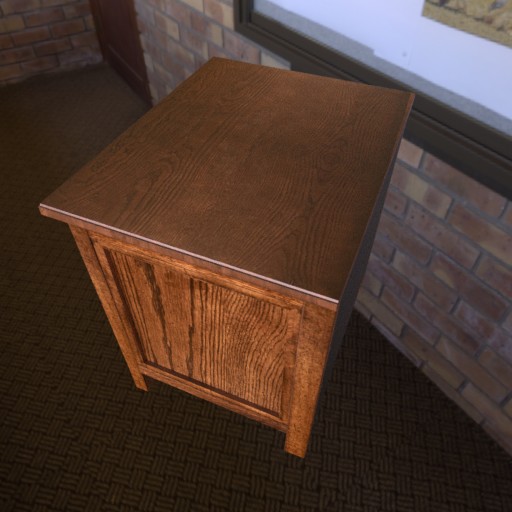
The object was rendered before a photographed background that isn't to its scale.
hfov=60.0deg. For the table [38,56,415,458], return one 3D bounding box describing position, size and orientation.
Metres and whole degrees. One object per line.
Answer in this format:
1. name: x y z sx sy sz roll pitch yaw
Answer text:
1. table: 0.000 0.000 0.997 0.461 0.597 0.586 17 49 16
